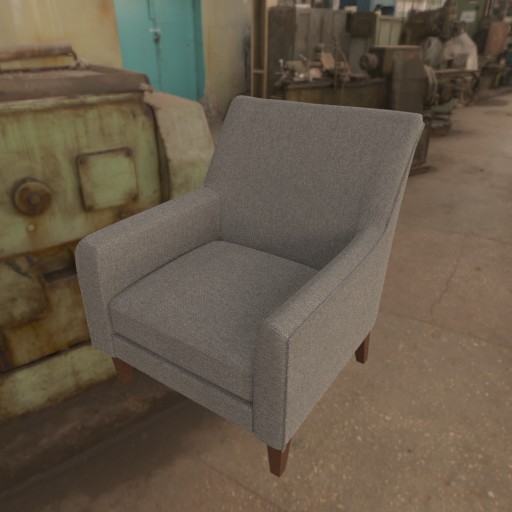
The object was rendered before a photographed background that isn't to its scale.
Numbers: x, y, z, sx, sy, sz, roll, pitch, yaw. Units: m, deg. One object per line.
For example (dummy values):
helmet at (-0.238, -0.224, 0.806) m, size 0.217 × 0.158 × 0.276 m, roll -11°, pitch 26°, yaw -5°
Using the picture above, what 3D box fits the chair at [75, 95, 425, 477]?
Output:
chair at (0.000, 0.000, 1.546) m, size 0.780 × 0.919 × 0.899 m, roll 18°, pitch 33°, yaw 30°
